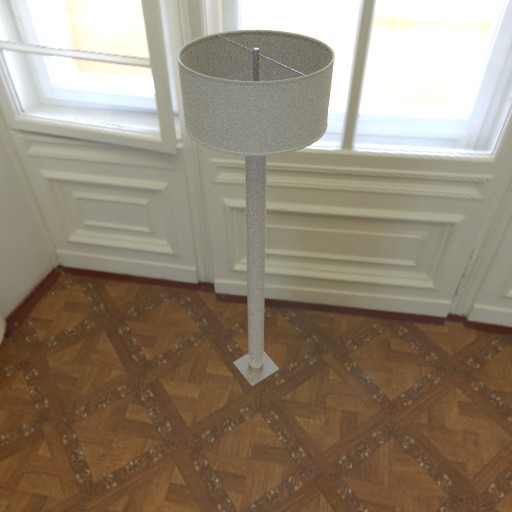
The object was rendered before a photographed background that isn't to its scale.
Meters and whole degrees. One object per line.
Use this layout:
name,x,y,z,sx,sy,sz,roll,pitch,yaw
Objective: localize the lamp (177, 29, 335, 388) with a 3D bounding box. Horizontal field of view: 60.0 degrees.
lamp,0.000,0.000,1.666,0.420,1.475,0.420,-25,48,-26
